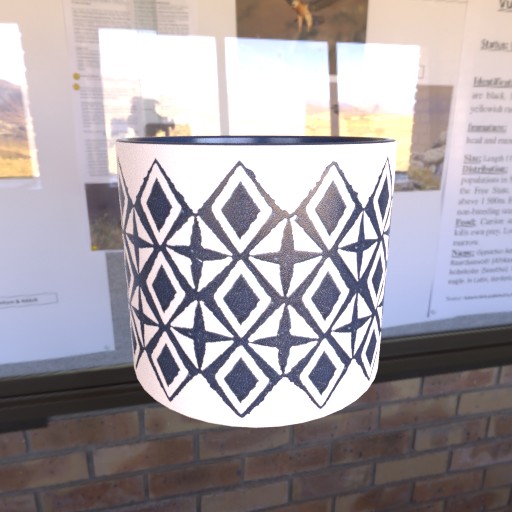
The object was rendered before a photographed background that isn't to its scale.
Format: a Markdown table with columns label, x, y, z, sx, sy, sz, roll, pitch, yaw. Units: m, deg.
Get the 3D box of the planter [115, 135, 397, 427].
| label | x | y | z | sx | sy | sz | roll | pitch | yaw |
| --- | --- | --- | --- | --- | --- | --- | --- | --- | --- |
| planter | 0.000 | 0.000 | 0.320 | 0.182 | 0.165 | 0.182 | 0 | 16 | 0 |
